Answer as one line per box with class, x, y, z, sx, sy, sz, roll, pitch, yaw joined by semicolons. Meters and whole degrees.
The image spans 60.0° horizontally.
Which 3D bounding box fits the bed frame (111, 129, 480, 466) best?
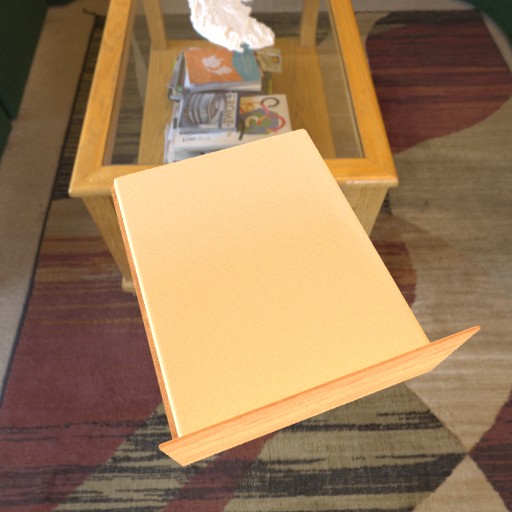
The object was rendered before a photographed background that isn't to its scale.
bed frame;0.000;0.000;2.998;1.660;0.940;2.092;-17;61;-10
